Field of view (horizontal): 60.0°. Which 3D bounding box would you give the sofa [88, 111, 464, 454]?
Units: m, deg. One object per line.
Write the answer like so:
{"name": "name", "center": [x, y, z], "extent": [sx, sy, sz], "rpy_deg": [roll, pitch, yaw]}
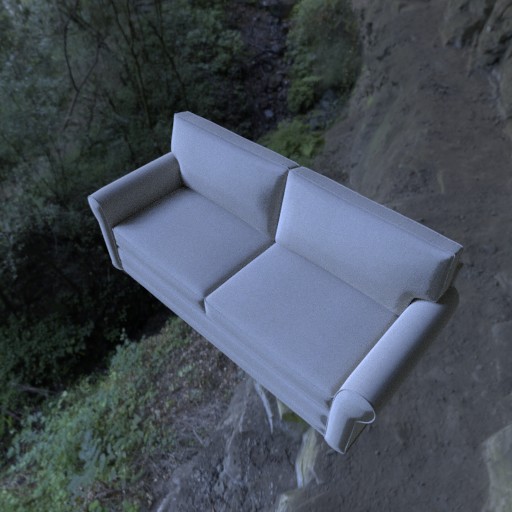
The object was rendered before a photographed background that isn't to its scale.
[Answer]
{"name": "sofa", "center": [0.000, 0.000, 2.639], "extent": [2.146, 0.962, 0.901], "rpy_deg": [33, 54, 28]}
